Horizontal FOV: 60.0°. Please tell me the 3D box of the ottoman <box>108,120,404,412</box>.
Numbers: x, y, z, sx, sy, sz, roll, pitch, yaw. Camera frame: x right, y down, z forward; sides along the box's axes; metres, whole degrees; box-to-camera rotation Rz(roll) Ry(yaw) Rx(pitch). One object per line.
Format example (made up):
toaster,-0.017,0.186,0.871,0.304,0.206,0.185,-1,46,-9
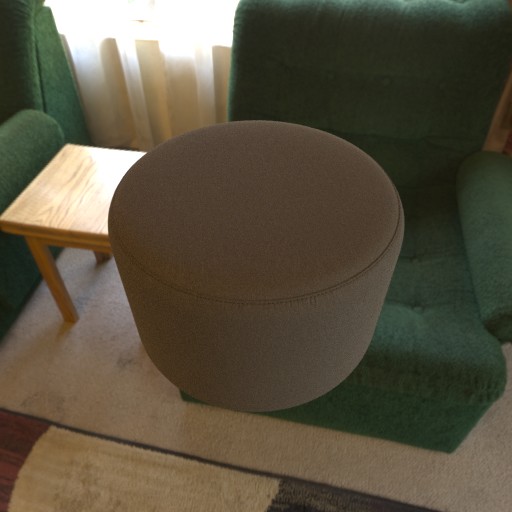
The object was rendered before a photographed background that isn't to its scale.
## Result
ottoman,0.000,0.000,1.039,0.608,0.433,0.608,0,45,0
